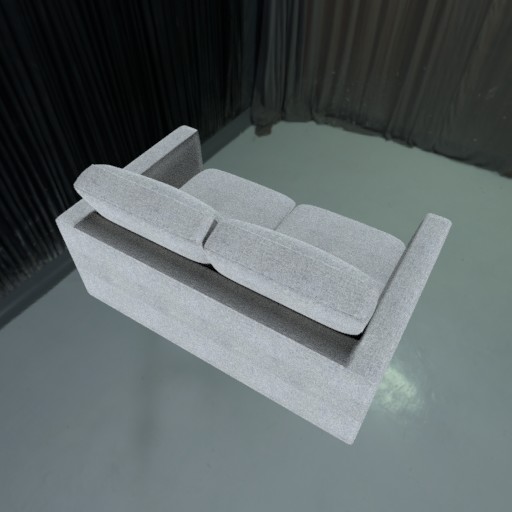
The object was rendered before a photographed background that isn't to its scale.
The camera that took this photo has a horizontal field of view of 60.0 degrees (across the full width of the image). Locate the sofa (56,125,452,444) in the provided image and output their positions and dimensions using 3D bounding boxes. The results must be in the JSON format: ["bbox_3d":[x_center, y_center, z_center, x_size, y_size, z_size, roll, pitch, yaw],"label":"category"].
[{"bbox_3d":[0.000,0.000,2.179,1.527,0.973,0.969,24,52,21],"label":"sofa"}]
